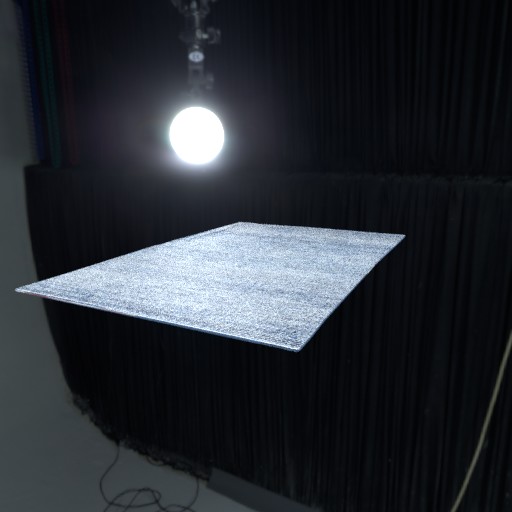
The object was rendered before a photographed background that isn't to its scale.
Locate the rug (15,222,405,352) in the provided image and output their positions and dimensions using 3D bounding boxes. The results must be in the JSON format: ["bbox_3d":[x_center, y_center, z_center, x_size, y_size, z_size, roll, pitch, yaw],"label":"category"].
[{"bbox_3d":[0.000,0.000,2.205,1.159,0.025,1.793,7,15,26],"label":"rug"}]
